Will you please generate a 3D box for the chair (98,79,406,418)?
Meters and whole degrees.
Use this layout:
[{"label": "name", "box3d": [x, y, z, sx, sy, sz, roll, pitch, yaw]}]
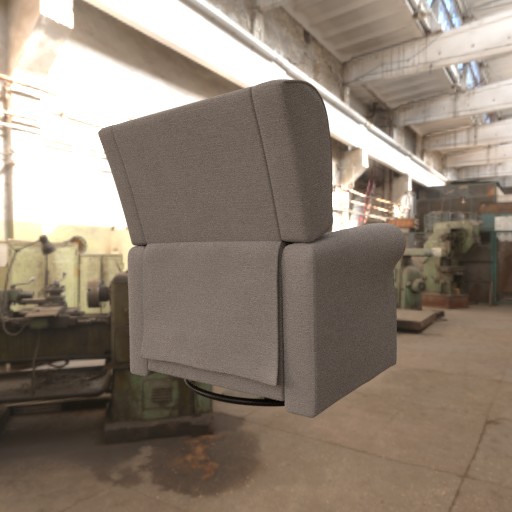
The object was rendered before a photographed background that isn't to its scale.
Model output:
[{"label": "chair", "box3d": [0.000, 0.000, 1.674, 0.906, 0.966, 0.854, 0, 0, 36]}]
